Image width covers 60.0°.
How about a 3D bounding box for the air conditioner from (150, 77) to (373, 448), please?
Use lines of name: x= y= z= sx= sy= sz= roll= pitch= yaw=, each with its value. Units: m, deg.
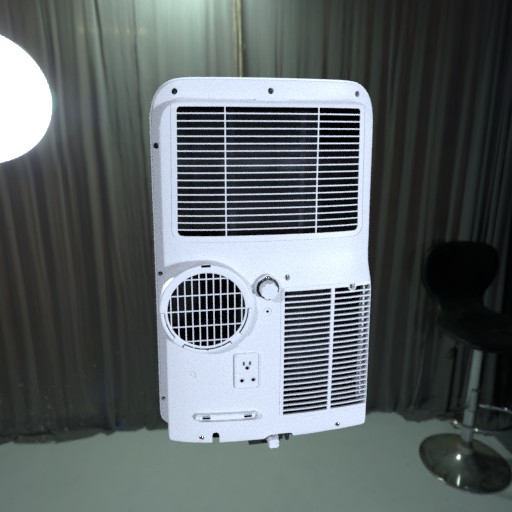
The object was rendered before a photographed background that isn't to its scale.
air conditioner: x=0.000 y=0.000 z=1.069 sx=0.478 sy=0.765 sz=0.467 roll=-2 pitch=15 yaw=-9
